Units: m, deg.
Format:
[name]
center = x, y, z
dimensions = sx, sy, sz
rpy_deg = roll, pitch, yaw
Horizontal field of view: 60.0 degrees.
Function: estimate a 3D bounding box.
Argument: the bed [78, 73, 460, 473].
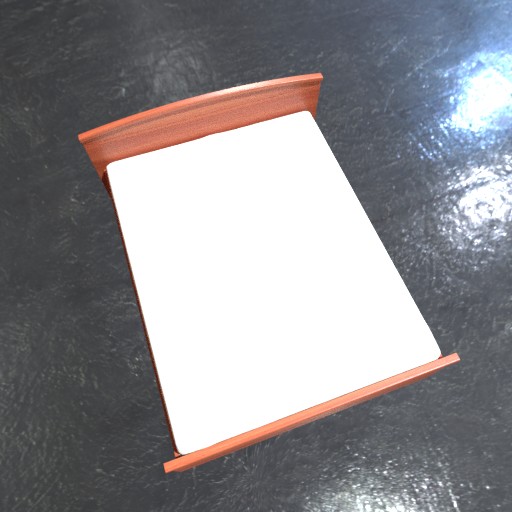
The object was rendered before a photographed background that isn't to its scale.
[bed]
center = 0.000, 0.000, 2.837
dimensions = 1.683, 0.848, 2.053
rpy_deg = -18, 64, -9
